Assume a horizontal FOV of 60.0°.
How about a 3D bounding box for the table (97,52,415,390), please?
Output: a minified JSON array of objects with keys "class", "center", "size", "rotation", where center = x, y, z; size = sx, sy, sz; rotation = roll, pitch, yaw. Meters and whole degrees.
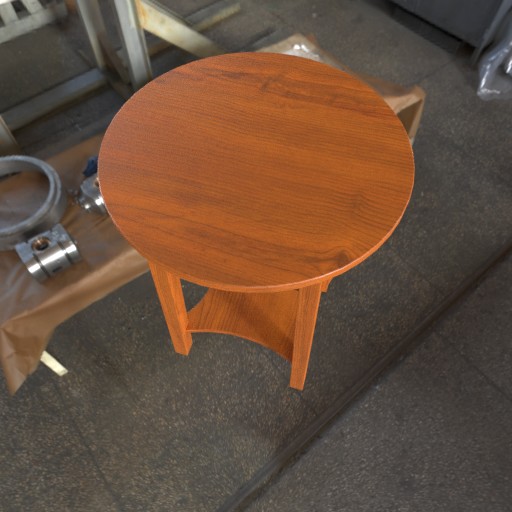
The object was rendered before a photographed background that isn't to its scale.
[{"class":"table","center":[0.000,0.000,0.908],"size":[0.457,0.610,0.457],"rotation":[0,59,0]}]
